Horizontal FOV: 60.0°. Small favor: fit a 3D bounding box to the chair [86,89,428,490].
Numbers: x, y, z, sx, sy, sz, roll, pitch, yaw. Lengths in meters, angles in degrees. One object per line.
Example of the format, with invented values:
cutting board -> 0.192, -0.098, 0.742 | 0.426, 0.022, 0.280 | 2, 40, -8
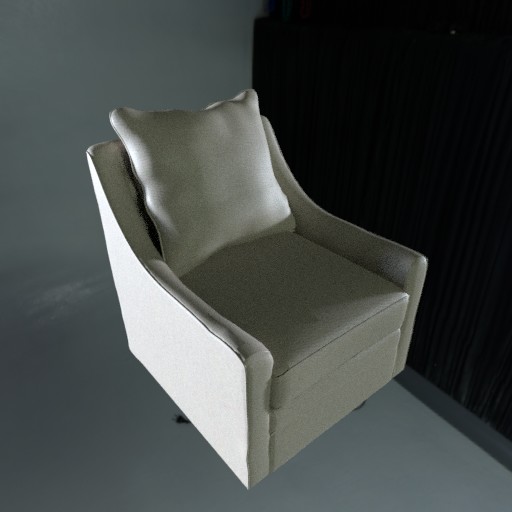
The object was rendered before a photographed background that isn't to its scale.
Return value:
chair -> 0.000, 0.000, 1.523 | 0.760, 0.942, 0.876 | -22, 37, -33
